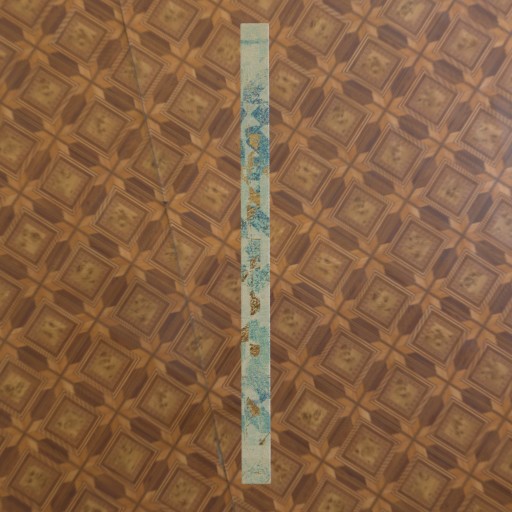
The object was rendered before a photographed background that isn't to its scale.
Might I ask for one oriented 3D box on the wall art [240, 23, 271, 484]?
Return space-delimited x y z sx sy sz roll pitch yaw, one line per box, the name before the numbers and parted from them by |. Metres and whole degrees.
wall art | 0.000 0.000 0.889 0.040 0.609 0.609 0 89 0
